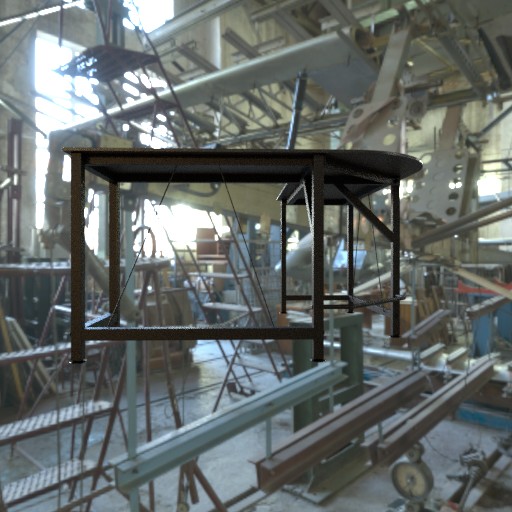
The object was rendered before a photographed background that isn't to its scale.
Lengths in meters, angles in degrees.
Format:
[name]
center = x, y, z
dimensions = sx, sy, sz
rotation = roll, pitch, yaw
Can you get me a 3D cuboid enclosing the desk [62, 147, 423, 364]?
[desk]
center = 0.000, 0.000, 2.269
dimensions = 1.400, 0.762, 1.400
rotation = 0, 0, -2
